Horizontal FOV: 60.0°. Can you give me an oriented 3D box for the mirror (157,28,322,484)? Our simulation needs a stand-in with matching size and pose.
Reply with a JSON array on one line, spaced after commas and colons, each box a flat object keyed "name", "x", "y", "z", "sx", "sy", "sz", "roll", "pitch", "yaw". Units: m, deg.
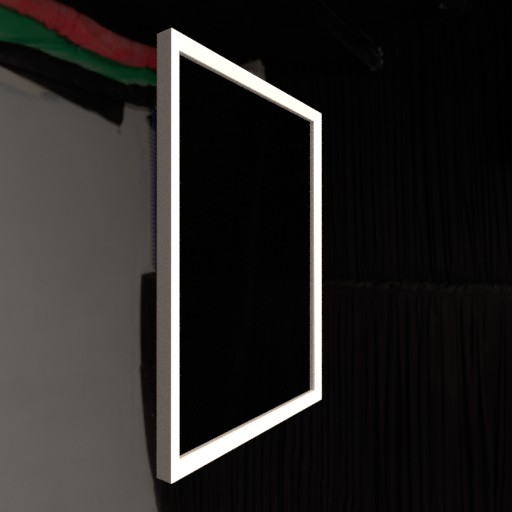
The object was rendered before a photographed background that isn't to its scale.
[{"name": "mirror", "x": 0.000, "y": 0.000, "z": 0.907, "sx": 0.039, "sy": 0.710, "sz": 0.507, "roll": 0, "pitch": 0, "yaw": 36}]
